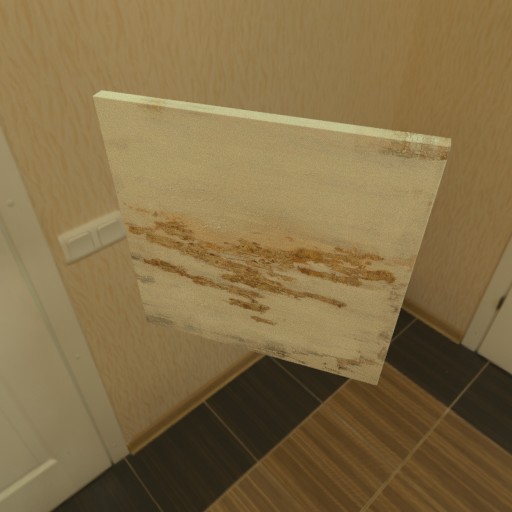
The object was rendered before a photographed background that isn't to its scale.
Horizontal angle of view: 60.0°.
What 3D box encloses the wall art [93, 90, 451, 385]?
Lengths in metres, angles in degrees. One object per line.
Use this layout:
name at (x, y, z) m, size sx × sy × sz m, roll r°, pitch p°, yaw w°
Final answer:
wall art at (0.000, 0.000, 1.147) m, size 0.753 × 0.755 × 0.038 m, roll 12°, pitch 42°, yaw 14°
